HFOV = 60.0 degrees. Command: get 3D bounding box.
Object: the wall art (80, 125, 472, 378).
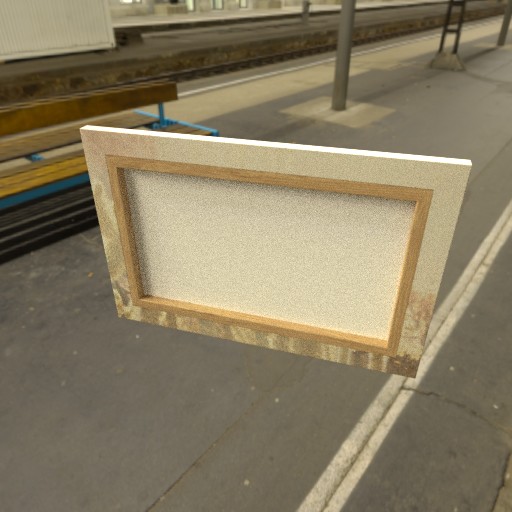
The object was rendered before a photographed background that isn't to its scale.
[{"bbox_3d":[0.000,0.000,1.462,1.142,0.758,0.041,9,33,14],"label":"wall art"}]
